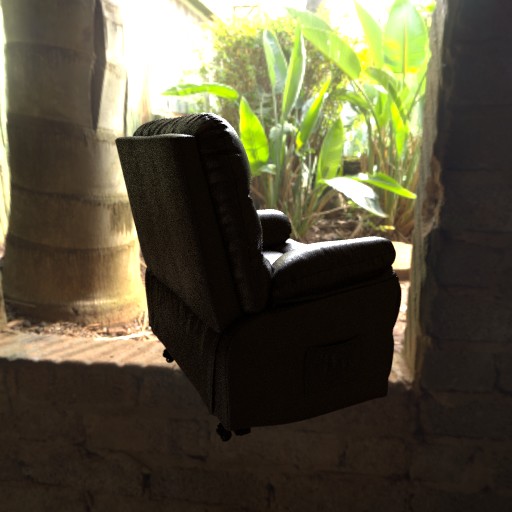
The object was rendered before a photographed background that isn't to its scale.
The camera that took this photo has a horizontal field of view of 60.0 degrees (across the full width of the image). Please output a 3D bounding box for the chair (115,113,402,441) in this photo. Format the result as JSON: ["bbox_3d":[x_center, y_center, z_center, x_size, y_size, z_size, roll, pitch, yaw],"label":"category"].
[{"bbox_3d":[0.000,0.000,1.753,0.879,1.041,0.940,-7,16,-27],"label":"chair"}]
